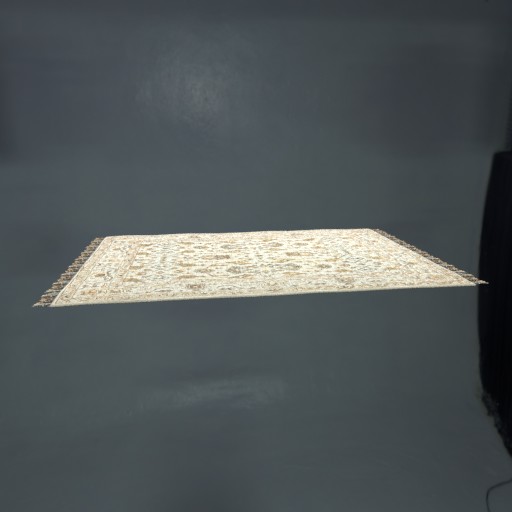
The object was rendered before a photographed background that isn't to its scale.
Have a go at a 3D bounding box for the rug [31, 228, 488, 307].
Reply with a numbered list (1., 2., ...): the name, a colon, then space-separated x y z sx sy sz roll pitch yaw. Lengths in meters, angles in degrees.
1. rug: 0.000 0.000 3.046 2.434 0.027 1.529 -2 15 -8
